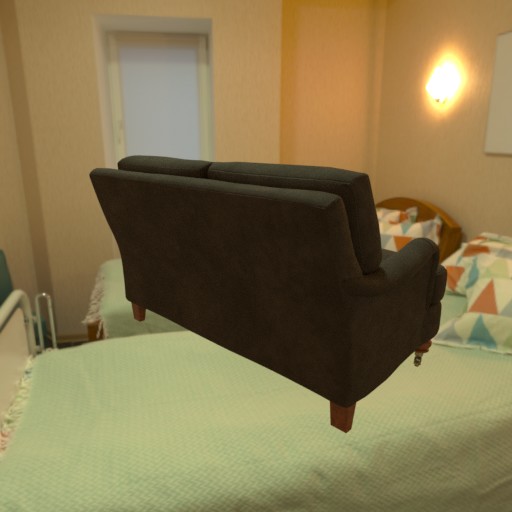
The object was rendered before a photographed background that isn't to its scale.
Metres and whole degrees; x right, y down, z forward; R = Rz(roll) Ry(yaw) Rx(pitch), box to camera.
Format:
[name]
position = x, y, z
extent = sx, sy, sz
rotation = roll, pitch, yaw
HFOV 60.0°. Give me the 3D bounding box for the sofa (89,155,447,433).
[sofa]
position = 0.000, 0.000, 2.548
extent = 1.853, 1.101, 1.084
rotation = 15, 21, 43
